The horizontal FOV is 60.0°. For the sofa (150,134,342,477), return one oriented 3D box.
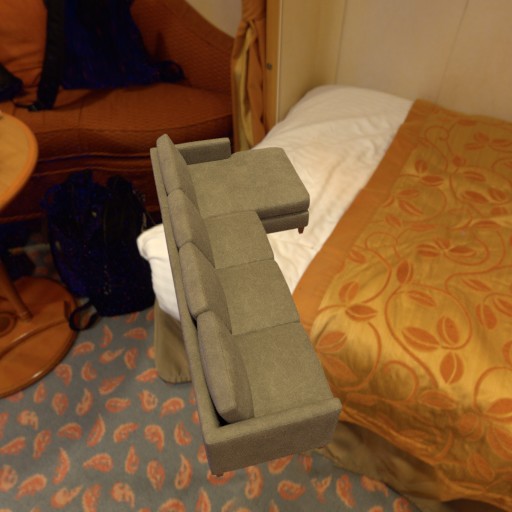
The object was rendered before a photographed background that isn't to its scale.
[{"bbox_3d":[0.000,0.000,4.205,1.604,0.950,3.471,-11,47,-10],"label":"sofa"}]
